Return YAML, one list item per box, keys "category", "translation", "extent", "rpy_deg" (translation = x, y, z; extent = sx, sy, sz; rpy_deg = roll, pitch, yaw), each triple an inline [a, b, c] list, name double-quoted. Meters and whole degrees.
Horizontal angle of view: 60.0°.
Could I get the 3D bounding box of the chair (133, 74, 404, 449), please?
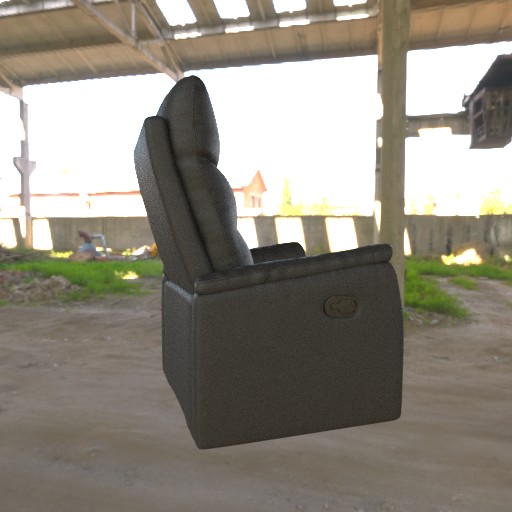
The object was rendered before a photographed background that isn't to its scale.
- category: "chair"
  translation: [0.000, 0.000, 1.621]
  extent: [0.831, 1.082, 0.775]
  rpy_deg: [-1, 3, -19]
